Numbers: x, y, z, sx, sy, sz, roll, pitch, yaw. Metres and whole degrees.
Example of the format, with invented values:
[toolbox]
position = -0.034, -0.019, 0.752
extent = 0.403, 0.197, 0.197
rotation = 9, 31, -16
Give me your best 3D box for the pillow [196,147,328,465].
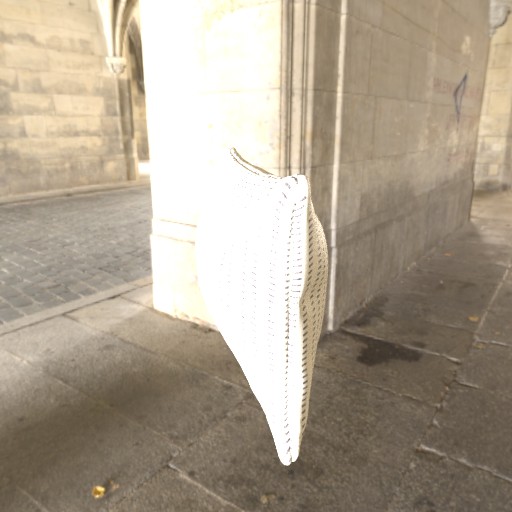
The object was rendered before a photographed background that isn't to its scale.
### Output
[pillow]
position = 0.000, 0.000, 0.795
extent = 0.210, 0.353, 0.640
rotation = -3, 17, -9
